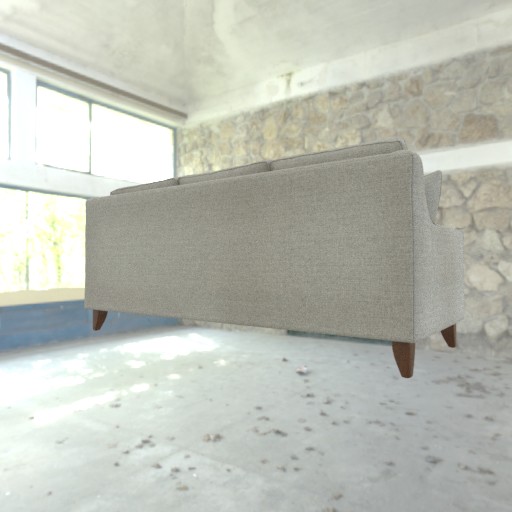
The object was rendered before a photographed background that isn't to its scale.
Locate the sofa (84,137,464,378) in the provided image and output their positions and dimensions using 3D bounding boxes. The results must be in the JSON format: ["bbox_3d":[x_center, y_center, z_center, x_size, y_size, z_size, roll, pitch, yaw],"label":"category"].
[{"bbox_3d":[0.000,0.000,2.485,2.031,0.914,0.865,-1,-1,37],"label":"sofa"}]
